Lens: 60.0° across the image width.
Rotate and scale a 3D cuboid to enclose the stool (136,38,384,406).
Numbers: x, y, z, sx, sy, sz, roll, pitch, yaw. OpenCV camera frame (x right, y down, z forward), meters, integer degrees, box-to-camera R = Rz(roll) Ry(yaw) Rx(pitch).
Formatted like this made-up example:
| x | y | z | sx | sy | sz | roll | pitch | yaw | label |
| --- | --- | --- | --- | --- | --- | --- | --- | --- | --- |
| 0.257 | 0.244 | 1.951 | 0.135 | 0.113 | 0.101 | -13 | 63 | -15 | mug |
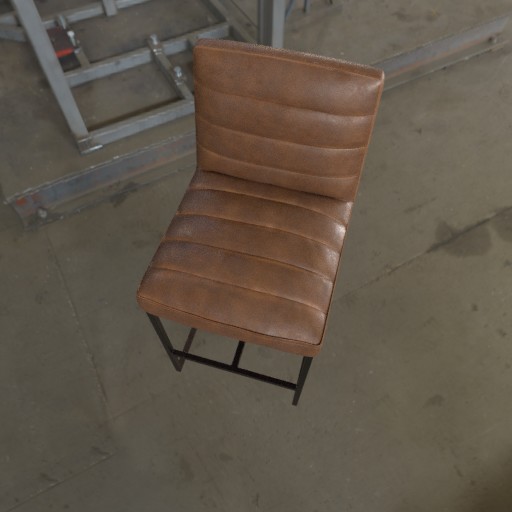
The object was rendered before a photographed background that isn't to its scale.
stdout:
| x | y | z | sx | sy | sz | roll | pitch | yaw | label |
| --- | --- | --- | --- | --- | --- | --- | --- | --- | --- |
| 0.000 | 0.000 | 1.261 | 0.463 | 0.942 | 0.562 | 14 | 60 | 8 | stool |
